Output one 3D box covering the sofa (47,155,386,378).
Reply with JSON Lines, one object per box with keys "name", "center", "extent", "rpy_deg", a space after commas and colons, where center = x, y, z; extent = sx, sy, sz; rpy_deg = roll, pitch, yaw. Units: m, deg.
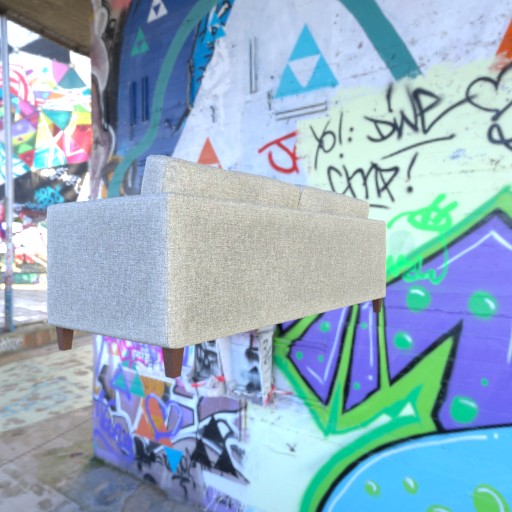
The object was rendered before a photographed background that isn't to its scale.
{"name": "sofa", "center": [0.000, 0.000, 2.973], "extent": [0.948, 0.951, 2.434], "rpy_deg": [1, 1, 36]}
